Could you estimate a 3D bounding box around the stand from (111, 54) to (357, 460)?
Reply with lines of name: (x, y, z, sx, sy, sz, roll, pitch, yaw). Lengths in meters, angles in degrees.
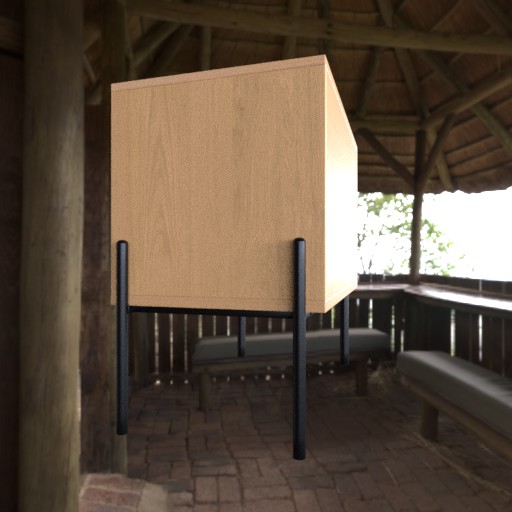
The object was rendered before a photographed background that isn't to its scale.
stand: (0.000, 0.000, 0.999, 0.400, 0.600, 0.630, 0, 0, 17)
